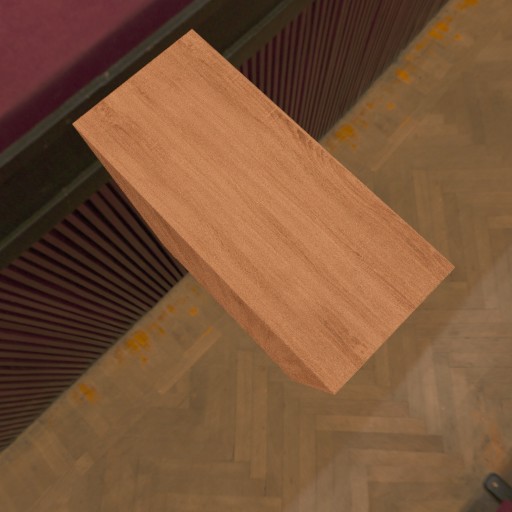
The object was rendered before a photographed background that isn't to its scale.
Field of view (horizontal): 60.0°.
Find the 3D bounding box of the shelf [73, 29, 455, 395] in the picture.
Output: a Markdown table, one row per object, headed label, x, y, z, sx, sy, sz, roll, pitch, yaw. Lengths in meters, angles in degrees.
| label | x | y | z | sx | sy | sz | roll | pitch | yaw |
| --- | --- | --- | --- | --- | --- | --- | --- | --- | --- |
| shelf | 0.000 | 0.000 | 1.852 | 0.450 | 1.390 | 1.000 | -43 | 80 | -10 |
